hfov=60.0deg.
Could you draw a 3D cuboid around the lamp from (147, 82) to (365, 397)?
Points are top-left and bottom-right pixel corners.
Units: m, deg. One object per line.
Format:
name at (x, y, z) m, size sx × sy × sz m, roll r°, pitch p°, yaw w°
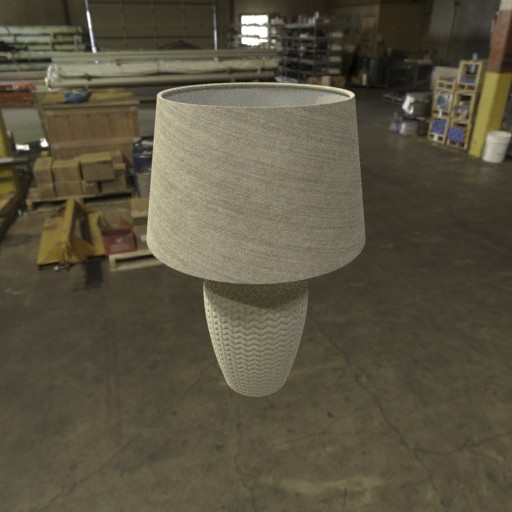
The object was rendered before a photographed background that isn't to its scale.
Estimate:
lamp at (0.000, 0.000, 0.833) m, size 0.390 × 0.580 × 0.390 m, roll 0°, pitch 27°, yaw 0°
